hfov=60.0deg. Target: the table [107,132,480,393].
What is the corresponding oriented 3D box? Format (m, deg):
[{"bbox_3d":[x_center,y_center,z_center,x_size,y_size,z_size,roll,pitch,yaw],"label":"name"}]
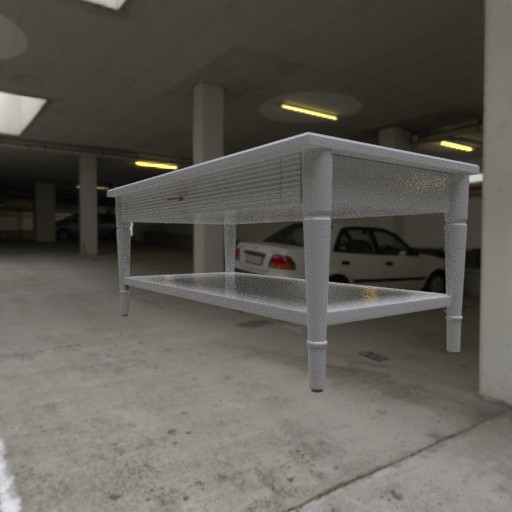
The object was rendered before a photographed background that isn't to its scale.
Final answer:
[{"bbox_3d":[0.000,0.000,1.344,0.559,0.457,1.067,-1,2,-36],"label":"table"}]
